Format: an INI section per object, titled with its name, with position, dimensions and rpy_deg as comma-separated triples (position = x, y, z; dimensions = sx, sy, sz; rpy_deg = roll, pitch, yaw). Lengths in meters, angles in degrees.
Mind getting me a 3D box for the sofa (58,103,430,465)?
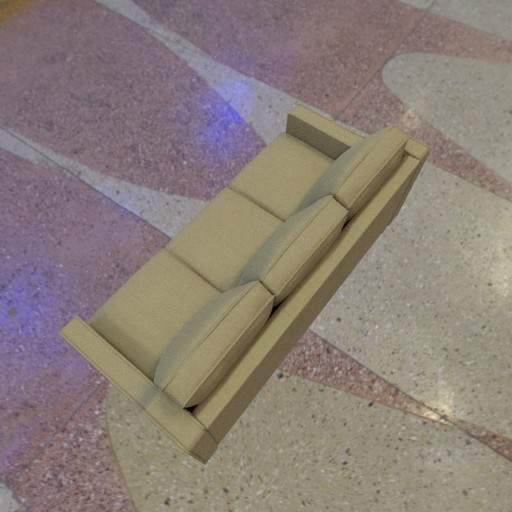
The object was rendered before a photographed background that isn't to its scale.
[sofa]
position = 0.000, 0.000, 2.509
dimensions = 0.911, 0.974, 1.986
rpy_deg = 35, 67, 17
